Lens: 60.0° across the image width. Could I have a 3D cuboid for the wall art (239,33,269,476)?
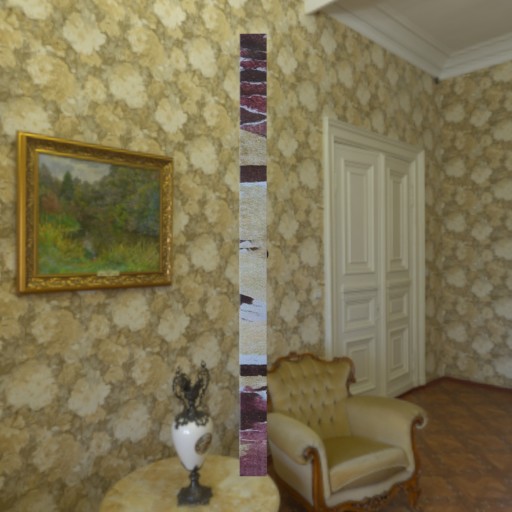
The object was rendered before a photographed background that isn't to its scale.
[{"bbox_3d":[0.000,0.000,0.918,0.041,0.613,0.609,0,-1,0],"label":"wall art"}]
